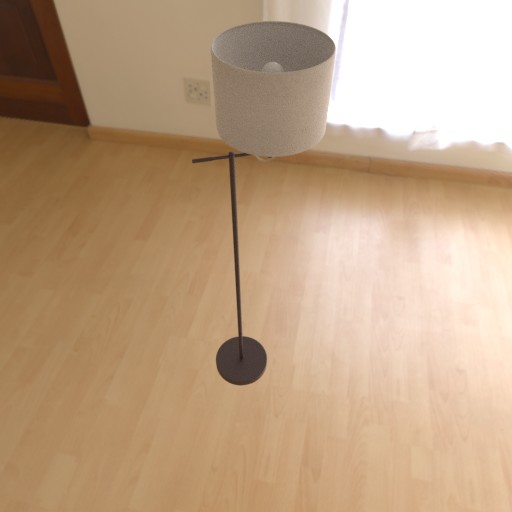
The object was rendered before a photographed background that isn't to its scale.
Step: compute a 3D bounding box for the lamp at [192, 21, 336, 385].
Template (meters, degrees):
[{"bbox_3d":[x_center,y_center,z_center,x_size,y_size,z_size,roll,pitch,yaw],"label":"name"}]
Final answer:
[{"bbox_3d":[0.000,0.000,1.731,0.416,1.600,0.324,-10,48,-9],"label":"lamp"}]
